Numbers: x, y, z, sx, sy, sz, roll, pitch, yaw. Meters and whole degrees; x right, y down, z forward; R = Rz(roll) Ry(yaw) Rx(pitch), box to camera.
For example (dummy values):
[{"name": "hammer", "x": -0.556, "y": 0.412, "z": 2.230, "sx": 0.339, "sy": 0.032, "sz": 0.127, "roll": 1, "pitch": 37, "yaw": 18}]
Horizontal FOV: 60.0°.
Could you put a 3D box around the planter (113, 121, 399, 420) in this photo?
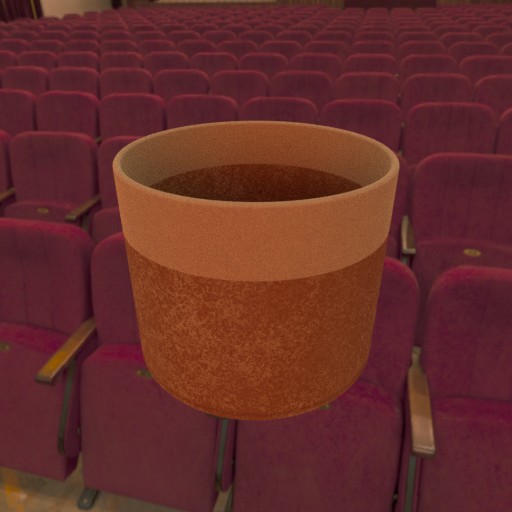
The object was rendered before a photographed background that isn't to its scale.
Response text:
[{"name": "planter", "x": 0.000, "y": 0.000, "z": 0.287, "sx": 0.159, "sy": 0.138, "sz": 0.159, "roll": 0, "pitch": 29, "yaw": 0}]
